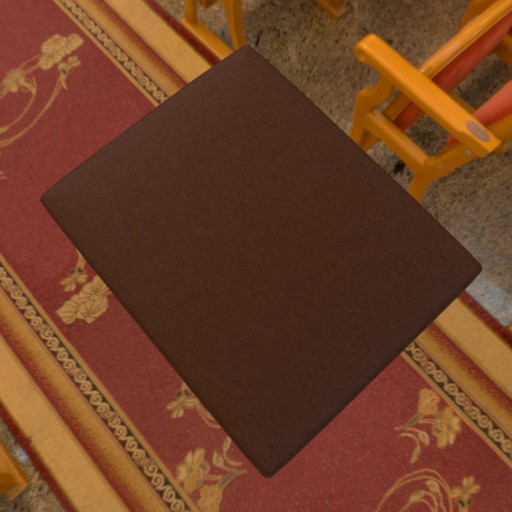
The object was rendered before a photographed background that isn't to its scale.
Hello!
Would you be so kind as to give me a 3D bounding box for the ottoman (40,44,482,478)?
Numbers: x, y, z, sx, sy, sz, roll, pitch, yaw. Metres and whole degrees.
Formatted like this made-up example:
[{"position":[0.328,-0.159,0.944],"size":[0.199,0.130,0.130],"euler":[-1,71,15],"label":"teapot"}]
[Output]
[{"position":[0.000,0.000,1.759],"size":[0.967,0.730,1.187],"euler":[-40,78,-10],"label":"ottoman"}]
